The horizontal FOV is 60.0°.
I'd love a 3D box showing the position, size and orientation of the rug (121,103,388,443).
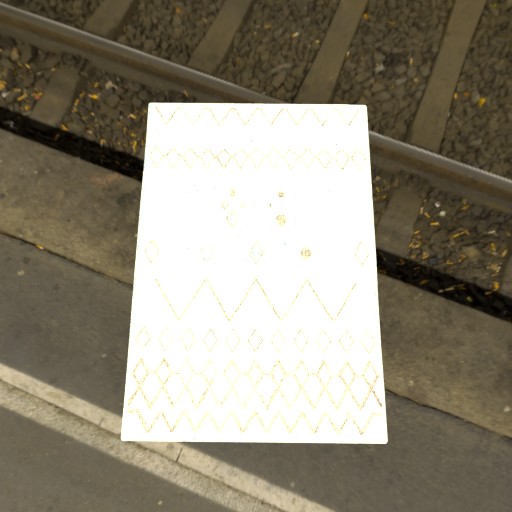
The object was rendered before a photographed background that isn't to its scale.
[{"bbox_3d":[0.000,0.000,2.329,1.260,0.009,1.820,1,75,0],"label":"rug"}]
